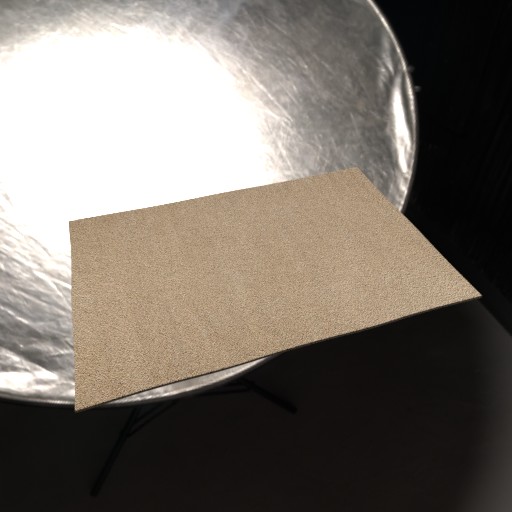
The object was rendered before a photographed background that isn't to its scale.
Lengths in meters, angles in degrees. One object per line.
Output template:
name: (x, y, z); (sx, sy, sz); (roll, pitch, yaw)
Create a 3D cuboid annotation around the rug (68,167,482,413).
rug: (0.000, 0.000, 3.387); (2.699, 0.025, 1.800); (-13, 44, -14)
